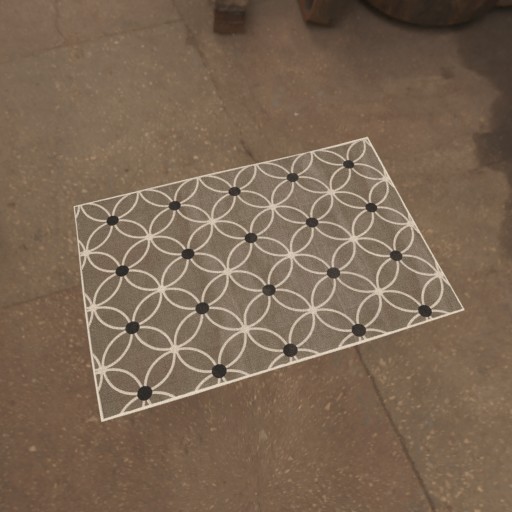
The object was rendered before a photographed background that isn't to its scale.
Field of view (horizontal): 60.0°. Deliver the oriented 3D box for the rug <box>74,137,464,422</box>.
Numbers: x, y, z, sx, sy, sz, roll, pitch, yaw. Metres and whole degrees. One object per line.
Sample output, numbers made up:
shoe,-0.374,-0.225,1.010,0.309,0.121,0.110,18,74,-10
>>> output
rug,0.000,0.000,2.969,2.284,0.008,1.522,-15,63,-8
